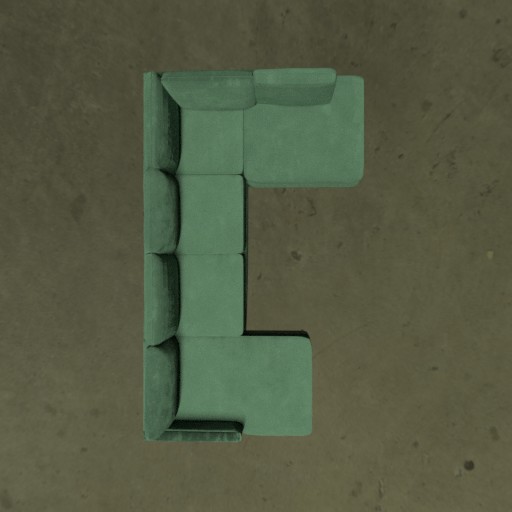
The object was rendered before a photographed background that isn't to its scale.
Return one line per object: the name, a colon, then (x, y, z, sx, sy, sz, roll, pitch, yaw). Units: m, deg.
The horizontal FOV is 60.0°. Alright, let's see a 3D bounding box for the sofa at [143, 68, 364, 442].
sofa: (0.000, 0.000, 4.252, 2.055, 0.992, 3.434, 0, 90, 2)
